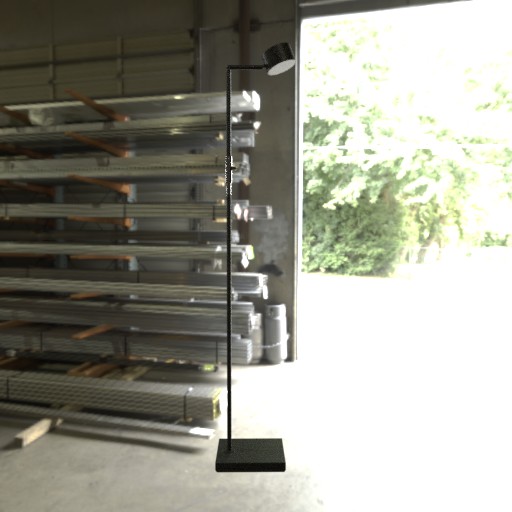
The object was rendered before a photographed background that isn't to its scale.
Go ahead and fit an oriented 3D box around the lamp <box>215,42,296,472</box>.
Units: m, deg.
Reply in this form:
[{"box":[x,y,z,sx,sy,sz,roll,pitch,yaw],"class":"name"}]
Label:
[{"box":[0.000,0.000,1.713,0.304,1.600,0.203,0,2,-1],"class":"lamp"}]
